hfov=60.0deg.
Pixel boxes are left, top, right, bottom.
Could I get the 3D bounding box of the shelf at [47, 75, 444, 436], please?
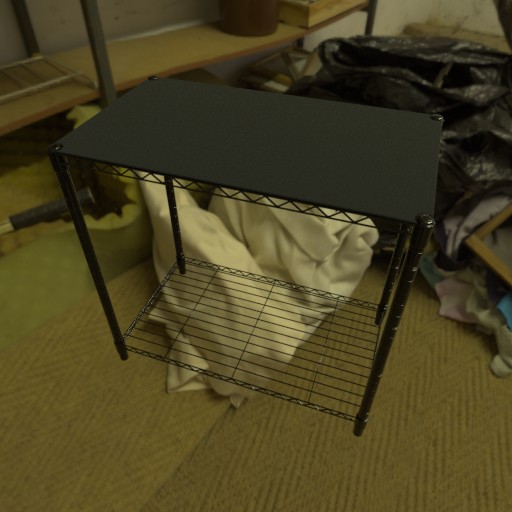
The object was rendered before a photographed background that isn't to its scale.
[{"bbox_3d":[0.000,0.000,0.926,0.589,0.564,0.338,13,44,14],"label":"shelf"}]
